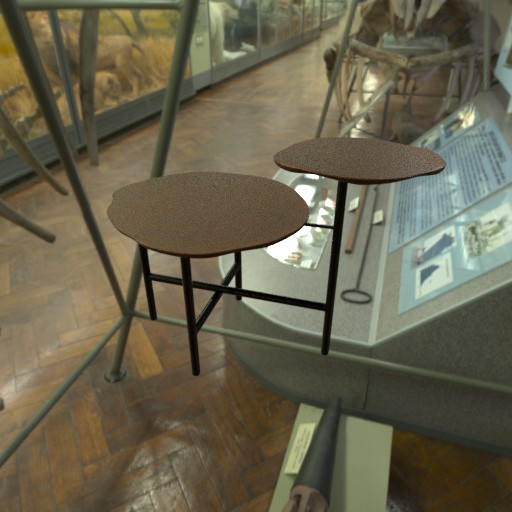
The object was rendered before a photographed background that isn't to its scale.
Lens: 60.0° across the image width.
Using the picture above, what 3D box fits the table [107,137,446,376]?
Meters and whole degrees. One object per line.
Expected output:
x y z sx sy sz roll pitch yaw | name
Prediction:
0.000 0.000 1.078 0.759 0.538 0.442 9 32 15 | table
